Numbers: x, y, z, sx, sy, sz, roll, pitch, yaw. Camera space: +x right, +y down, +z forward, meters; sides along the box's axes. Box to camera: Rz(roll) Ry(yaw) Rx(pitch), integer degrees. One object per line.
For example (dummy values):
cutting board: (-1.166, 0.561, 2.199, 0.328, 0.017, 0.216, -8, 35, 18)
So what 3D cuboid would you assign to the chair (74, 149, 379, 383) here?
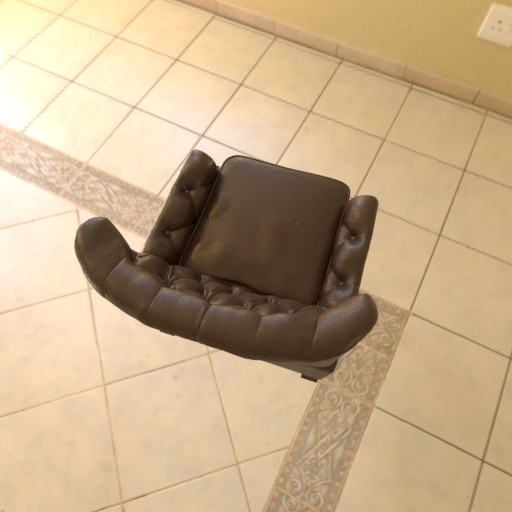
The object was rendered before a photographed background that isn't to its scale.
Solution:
chair: (0.000, 0.000, 1.460, 0.709, 0.864, 0.823, 16, 65, 8)
